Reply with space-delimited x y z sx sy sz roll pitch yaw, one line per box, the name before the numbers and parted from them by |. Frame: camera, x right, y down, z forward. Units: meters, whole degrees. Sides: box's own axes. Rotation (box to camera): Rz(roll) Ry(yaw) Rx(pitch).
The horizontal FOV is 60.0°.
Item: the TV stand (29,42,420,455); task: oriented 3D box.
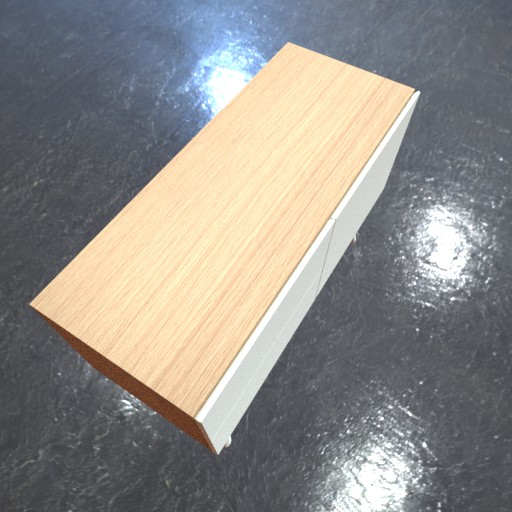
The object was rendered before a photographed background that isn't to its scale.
TV stand | 0.000 0.000 1.294 0.407 0.660 0.991 28 63 16
